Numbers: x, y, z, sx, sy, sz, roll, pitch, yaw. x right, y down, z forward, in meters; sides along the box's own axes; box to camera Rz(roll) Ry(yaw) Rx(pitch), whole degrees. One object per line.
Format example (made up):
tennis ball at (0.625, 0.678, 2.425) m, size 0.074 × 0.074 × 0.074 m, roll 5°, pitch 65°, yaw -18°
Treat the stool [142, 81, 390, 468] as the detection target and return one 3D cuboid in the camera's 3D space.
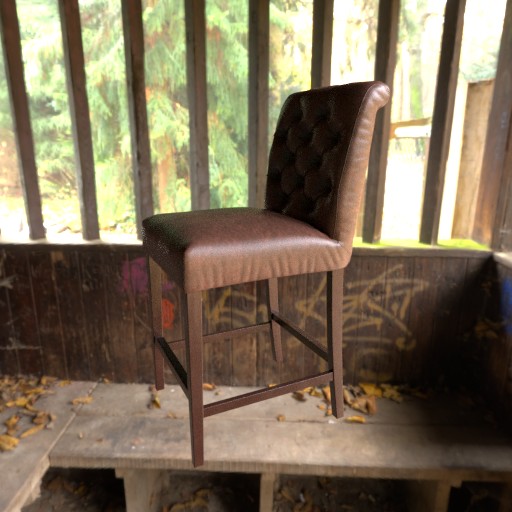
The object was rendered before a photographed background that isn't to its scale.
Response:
stool at (0.000, 0.000, 1.472) m, size 0.660 × 1.084 × 0.486 m, roll -8°, pitch 17°, yaw -25°
